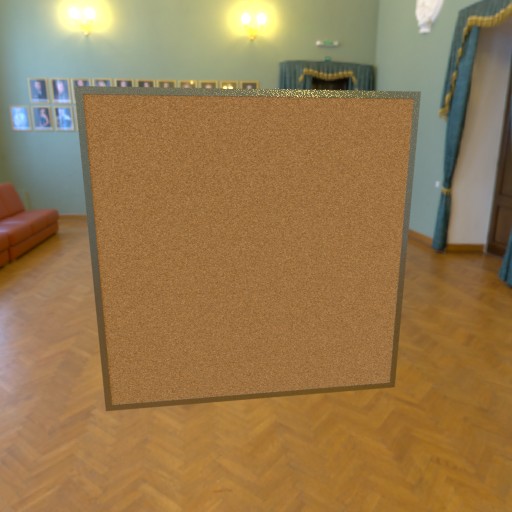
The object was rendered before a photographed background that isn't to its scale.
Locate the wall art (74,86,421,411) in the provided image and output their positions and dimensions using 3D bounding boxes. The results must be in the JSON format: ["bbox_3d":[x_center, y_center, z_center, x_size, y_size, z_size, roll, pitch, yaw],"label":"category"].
[{"bbox_3d":[0.000,0.000,1.143,0.806,0.806,0.038,-2,15,-8],"label":"wall art"}]
